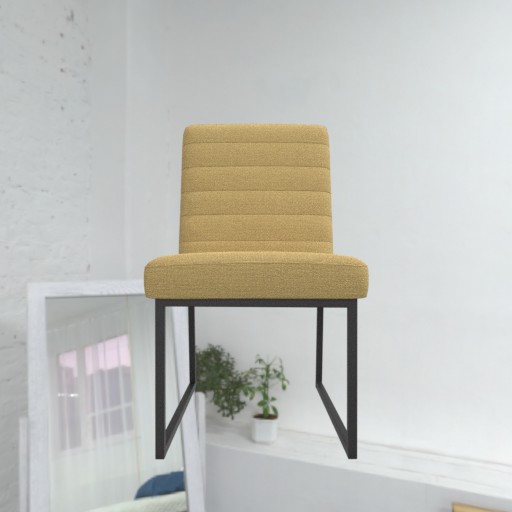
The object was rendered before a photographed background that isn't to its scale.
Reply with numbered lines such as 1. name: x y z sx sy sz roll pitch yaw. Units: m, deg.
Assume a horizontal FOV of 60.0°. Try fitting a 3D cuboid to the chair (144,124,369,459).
1. chair: 0.000 0.000 1.312 0.520 0.930 0.634 0 0 0
